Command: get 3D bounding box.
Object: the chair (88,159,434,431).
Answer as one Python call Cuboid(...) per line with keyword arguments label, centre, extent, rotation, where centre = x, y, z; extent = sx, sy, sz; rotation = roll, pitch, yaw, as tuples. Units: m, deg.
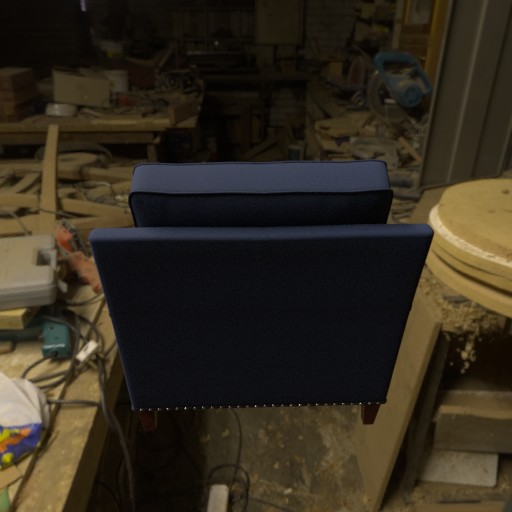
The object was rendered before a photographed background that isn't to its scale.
Cuboid(label="chair", centre=(0.000, 0.000, 1.667), extent=(0.853, 0.943, 1.014), rotation=(-1, 28, -2))
